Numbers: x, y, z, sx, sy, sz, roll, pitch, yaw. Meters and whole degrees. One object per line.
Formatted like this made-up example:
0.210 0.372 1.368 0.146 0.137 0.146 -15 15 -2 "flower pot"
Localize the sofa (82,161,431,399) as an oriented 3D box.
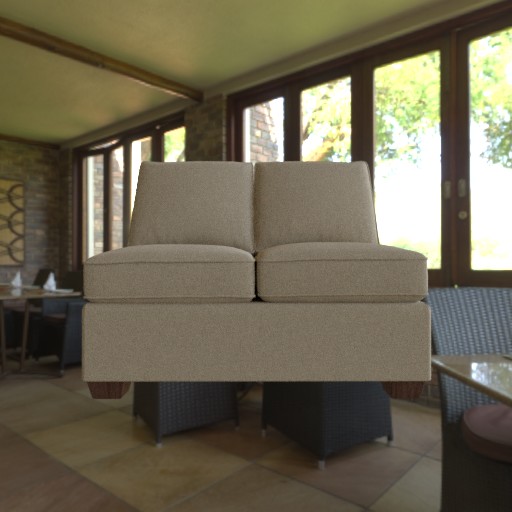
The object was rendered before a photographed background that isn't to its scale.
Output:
0.000 0.000 1.988 1.237 1.008 0.951 0 0 0 "sofa"
